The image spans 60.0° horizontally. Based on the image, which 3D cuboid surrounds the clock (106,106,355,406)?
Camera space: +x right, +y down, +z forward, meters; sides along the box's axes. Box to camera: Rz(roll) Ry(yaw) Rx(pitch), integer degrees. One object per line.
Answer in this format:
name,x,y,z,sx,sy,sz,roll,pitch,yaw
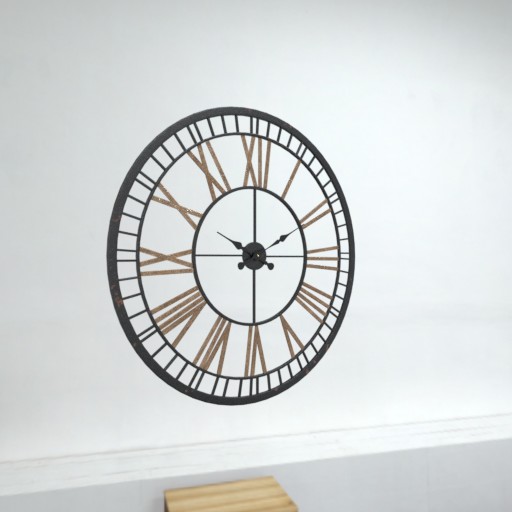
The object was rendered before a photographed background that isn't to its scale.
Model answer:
clock,0.000,0.000,1.270,0.843,0.843,0.025,0,0,-36
